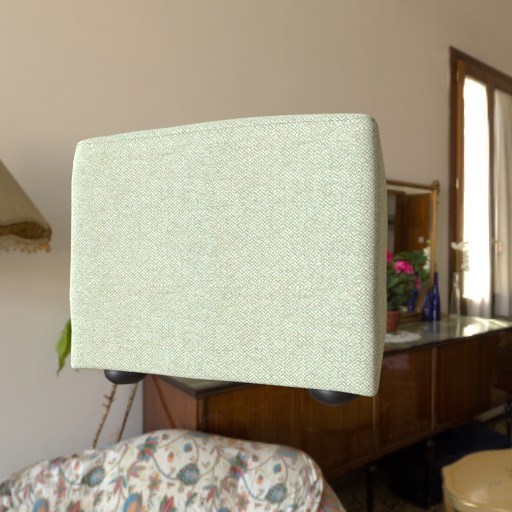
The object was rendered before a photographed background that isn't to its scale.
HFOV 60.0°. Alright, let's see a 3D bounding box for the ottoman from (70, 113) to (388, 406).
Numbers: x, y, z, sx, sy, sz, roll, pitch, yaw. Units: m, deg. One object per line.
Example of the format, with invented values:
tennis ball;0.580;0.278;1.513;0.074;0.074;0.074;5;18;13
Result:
ottoman;0.000;0.000;0.915;0.512;0.453;0.521;0;0;18
